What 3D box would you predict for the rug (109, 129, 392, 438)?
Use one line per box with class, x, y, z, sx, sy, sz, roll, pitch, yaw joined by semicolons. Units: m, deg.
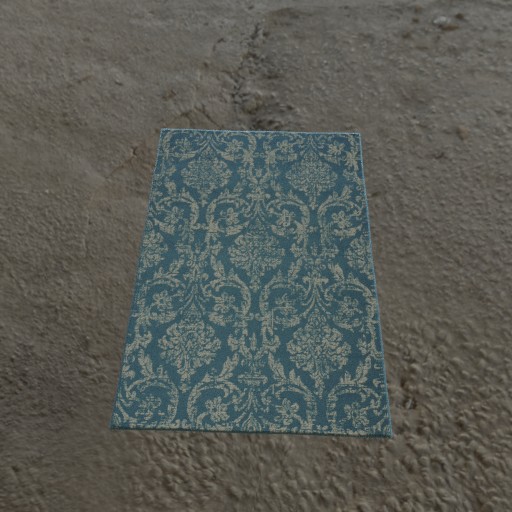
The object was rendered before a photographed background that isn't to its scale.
rug;0.000;0.000;2.942;1.554;0.012;2.205;1;62;1
